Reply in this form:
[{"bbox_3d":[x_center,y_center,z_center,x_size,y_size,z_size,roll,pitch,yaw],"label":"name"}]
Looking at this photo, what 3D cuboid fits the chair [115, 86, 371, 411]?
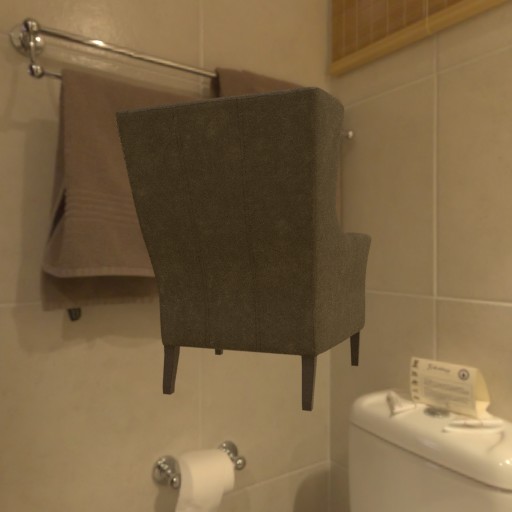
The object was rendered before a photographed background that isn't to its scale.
[{"bbox_3d":[0.000,0.000,1.778,0.853,1.016,0.926,0,0,19],"label":"chair"}]
